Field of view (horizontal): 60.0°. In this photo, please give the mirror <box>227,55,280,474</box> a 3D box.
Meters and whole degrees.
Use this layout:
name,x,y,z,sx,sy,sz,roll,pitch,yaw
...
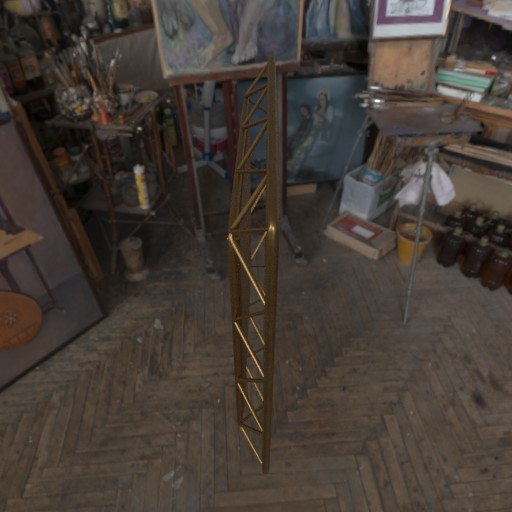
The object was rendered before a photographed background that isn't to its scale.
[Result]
name,x,y,z,sx,sy,sz,roll,pitch,yaw
mirror,0.000,0.000,0.612,0.046,0.414,0.416,1,40,1
